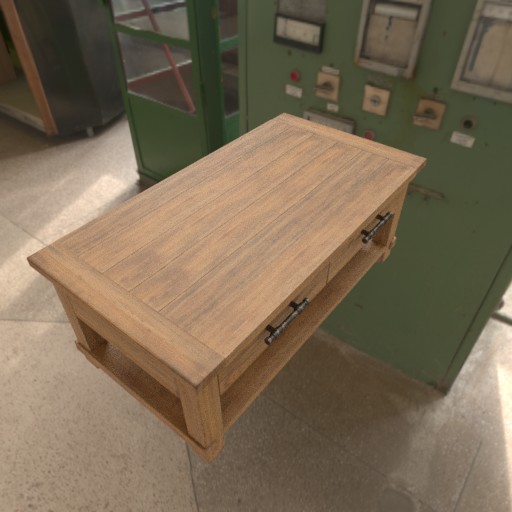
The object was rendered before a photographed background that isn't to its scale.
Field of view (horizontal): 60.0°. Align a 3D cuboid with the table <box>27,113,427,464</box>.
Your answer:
[{"bbox_3d":[0.000,0.000,1.650,0.693,0.494,1.270,28,49,28],"label":"table"}]
